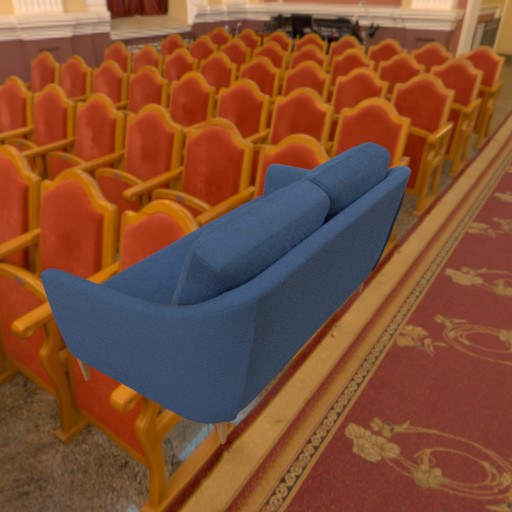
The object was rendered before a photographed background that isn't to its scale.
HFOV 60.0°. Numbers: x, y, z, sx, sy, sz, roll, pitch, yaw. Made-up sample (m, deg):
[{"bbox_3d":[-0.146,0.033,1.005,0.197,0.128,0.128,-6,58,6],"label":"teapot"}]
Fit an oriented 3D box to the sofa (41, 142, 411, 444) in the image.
[{"bbox_3d":[0.000,0.000,2.126,0.960,0.902,1.619,21,37,30],"label":"sofa"}]
